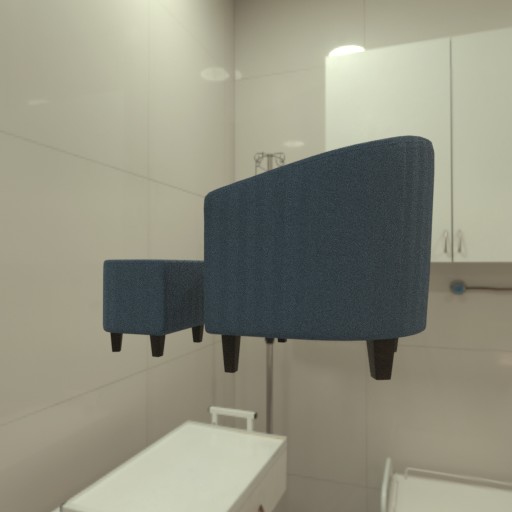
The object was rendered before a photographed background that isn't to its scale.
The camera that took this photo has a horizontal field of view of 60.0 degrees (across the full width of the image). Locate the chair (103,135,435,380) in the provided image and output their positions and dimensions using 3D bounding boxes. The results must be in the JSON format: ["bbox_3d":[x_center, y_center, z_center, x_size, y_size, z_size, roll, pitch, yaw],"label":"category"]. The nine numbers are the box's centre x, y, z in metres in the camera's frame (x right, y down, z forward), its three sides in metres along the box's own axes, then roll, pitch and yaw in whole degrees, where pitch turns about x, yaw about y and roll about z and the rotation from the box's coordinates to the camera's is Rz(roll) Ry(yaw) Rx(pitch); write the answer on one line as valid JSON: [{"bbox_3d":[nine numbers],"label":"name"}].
[{"bbox_3d":[0.000,0.000,1.716,1.288,0.757,0.756,0,-1,20],"label":"chair"}]
